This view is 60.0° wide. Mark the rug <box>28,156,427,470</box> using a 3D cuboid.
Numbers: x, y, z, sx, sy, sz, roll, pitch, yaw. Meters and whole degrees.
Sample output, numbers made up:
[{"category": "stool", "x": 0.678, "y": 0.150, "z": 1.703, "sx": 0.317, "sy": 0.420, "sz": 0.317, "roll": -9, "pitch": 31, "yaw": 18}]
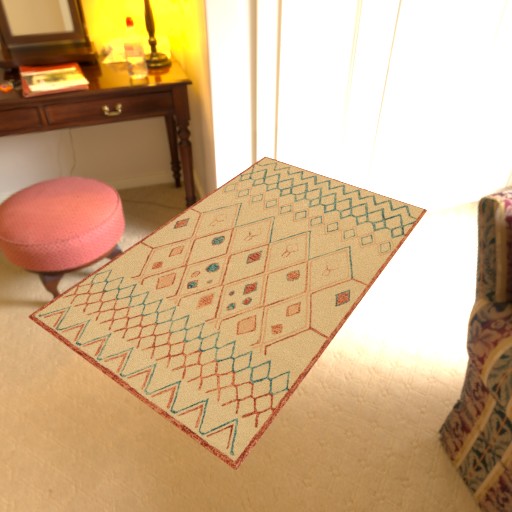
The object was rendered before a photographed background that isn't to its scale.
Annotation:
[{"category": "rug", "x": 0.000, "y": 0.000, "z": 3.002, "sx": 1.524, "sy": 0.015, "sz": 2.438, "roll": 25, "pitch": 46, "yaw": 26}]
